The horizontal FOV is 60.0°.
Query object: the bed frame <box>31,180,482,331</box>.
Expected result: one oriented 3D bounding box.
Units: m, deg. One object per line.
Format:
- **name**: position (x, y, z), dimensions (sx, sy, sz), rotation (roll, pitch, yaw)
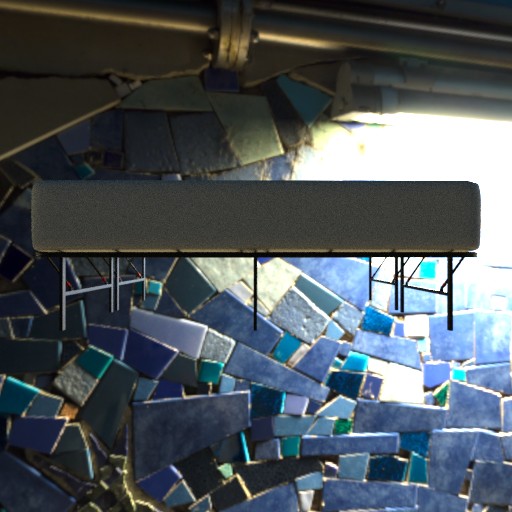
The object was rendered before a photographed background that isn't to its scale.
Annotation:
- **bed frame**: position (0.000, 0.000, 2.718), dimensions (2.037, 0.677, 1.528), rotation (0, 0, 0)
